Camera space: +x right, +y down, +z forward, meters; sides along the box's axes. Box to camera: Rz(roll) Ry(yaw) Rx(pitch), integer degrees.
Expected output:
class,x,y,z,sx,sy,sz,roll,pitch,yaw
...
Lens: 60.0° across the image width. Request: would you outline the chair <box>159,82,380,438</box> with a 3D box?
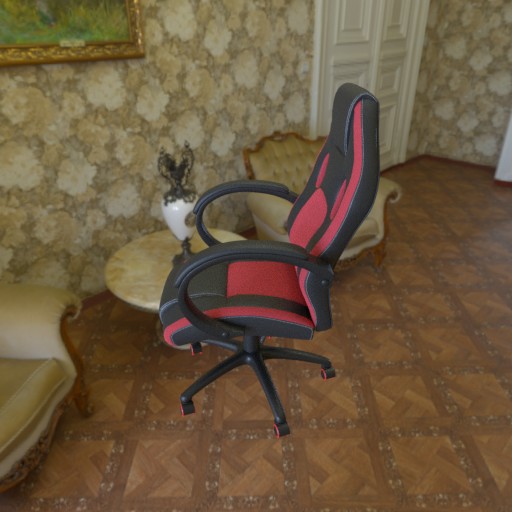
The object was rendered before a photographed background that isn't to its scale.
class,x,y,z,sx,sy,sz,roll,pitch,yaw
chair,0.000,0.000,1.649,0.724,1.187,0.673,-1,27,-1
